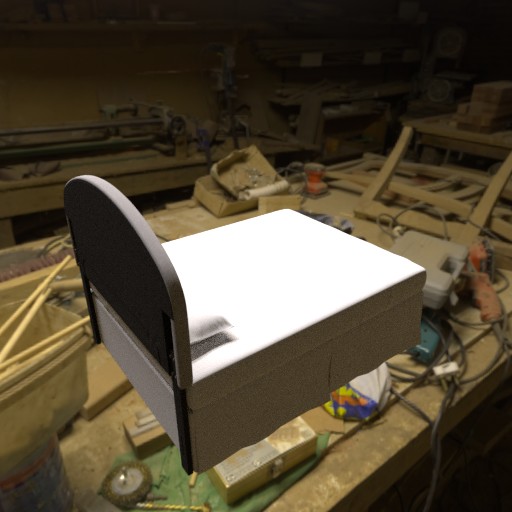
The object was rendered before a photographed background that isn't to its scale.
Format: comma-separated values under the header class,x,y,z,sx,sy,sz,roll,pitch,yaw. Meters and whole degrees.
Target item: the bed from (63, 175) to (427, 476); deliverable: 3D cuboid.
class,x,y,z,sx,sy,sz,roll,pitch,yaw
bed,0.000,0.000,3.057,2.005,1.410,1.607,-19,32,-33
